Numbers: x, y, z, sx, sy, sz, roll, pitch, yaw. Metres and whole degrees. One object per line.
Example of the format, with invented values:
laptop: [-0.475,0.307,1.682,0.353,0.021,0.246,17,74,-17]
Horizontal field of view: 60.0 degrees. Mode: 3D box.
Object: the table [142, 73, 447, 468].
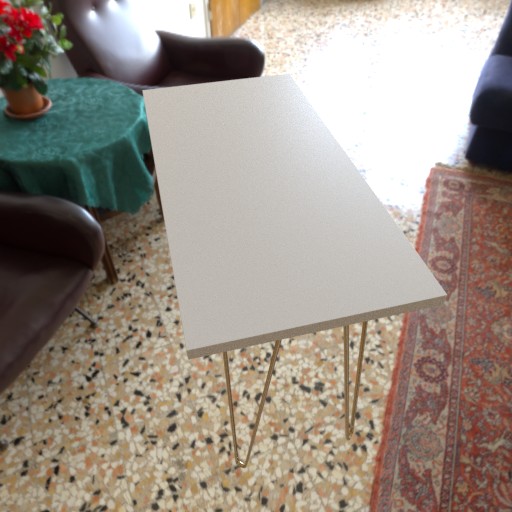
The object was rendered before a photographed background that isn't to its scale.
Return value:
table: [0.000,0.000,1.369,0.498,0.660,0.991,-10,47,-10]
